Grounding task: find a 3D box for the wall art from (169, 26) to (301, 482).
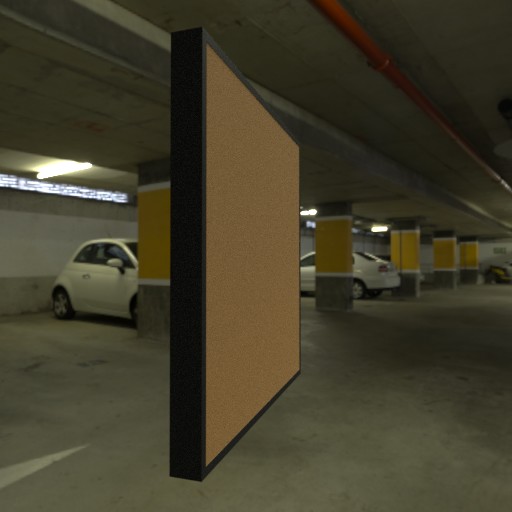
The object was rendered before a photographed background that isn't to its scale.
[{"bbox_3d":[0.000,0.000,0.743,0.040,0.509,0.509,0,-1,18],"label":"wall art"}]
